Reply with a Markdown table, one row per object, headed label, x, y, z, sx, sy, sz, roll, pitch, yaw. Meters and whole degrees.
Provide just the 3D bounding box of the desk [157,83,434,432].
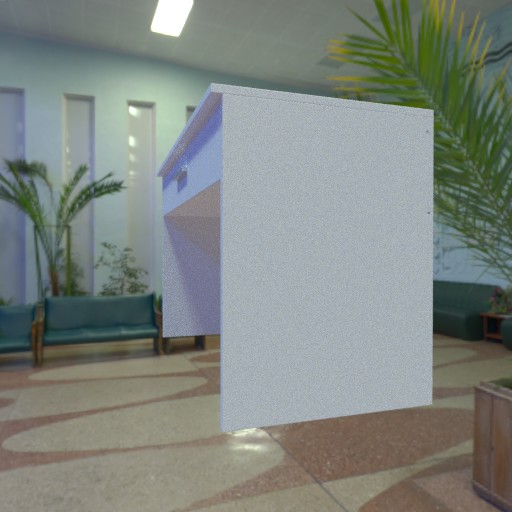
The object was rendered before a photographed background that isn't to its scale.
| label | x | y | z | sx | sy | sz | roll | pitch | yaw |
| --- | --- | --- | --- | --- | --- | --- | --- | --- | --- |
| desk | 0.000 | 0.000 | 1.532 | 0.560 | 0.730 | 1.100 | 0 | 1 | -18 |
